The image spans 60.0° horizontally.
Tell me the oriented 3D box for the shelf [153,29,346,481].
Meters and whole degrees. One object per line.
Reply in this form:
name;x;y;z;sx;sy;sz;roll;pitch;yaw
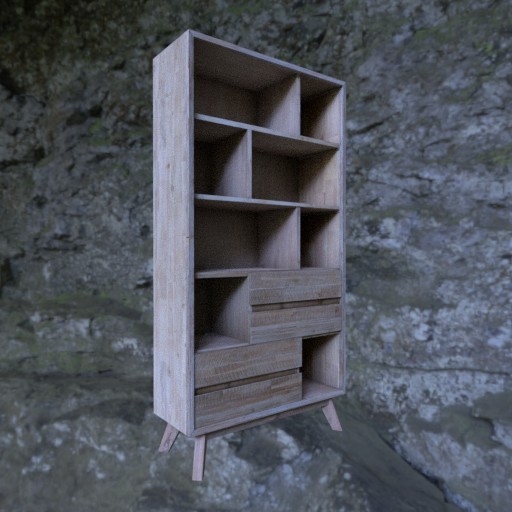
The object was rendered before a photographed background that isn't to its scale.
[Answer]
shelf;0.000;0.000;1.770;0.748;1.471;0.308;0;1;-37
